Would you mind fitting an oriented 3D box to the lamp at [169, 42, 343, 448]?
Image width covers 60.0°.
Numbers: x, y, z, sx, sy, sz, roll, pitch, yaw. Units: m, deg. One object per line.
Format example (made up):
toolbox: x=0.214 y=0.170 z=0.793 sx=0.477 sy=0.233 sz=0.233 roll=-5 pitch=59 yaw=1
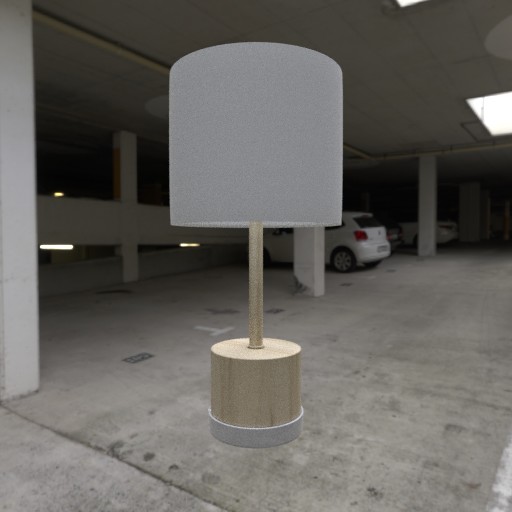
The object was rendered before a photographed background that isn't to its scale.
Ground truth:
lamp: x=0.000 y=0.000 z=0.600 sx=0.229 sy=0.470 sz=0.229 roll=1 pitch=2 yaw=35
